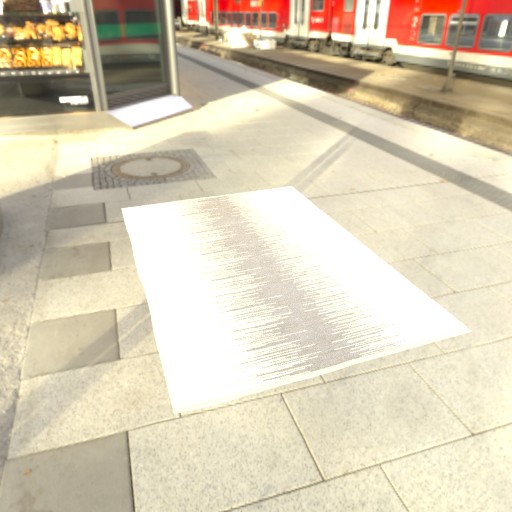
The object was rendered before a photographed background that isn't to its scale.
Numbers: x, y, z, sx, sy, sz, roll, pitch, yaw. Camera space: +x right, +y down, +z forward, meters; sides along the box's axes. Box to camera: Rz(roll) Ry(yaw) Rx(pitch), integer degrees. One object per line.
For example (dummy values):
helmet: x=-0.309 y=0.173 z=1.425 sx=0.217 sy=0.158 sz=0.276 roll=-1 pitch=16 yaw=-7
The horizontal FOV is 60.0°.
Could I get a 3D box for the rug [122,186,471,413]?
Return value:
rug: x=0.000 y=0.000 z=2.367 sx=1.226 sy=0.007 sz=1.815 roll=-10 pitch=31 yaw=-17
